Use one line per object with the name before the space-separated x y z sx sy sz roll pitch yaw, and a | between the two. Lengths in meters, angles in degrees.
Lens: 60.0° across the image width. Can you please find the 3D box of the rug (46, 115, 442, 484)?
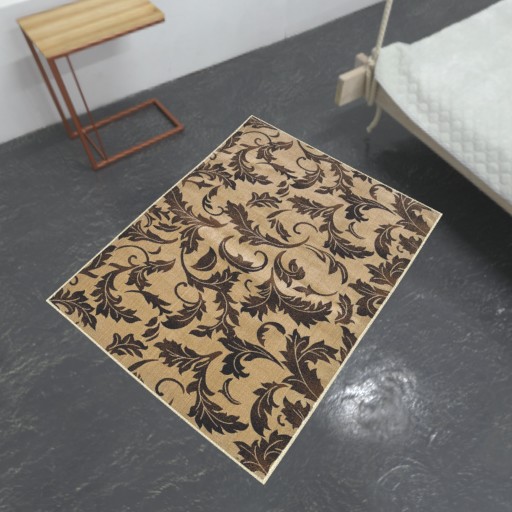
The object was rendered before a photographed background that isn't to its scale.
rug | 0.000 0.000 4.105 2.380 0.008 2.977 33 64 18
